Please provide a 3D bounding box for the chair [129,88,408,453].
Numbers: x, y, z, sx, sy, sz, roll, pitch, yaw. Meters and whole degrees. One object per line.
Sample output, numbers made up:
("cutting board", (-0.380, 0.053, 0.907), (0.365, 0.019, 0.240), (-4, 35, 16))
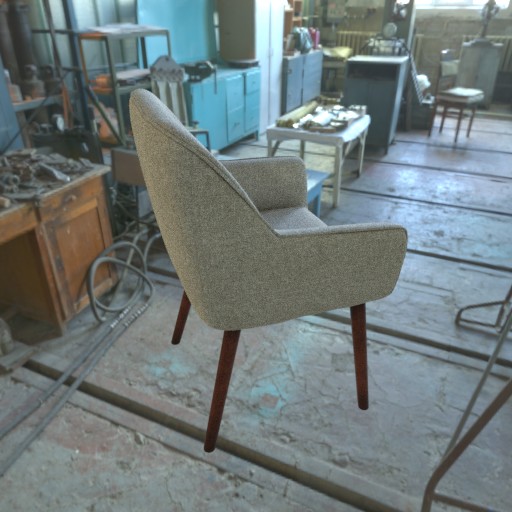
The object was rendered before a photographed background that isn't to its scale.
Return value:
("chair", (0.000, 0.000, 1.154), (0.519, 0.803, 0.543), (-10, 31, -18))
